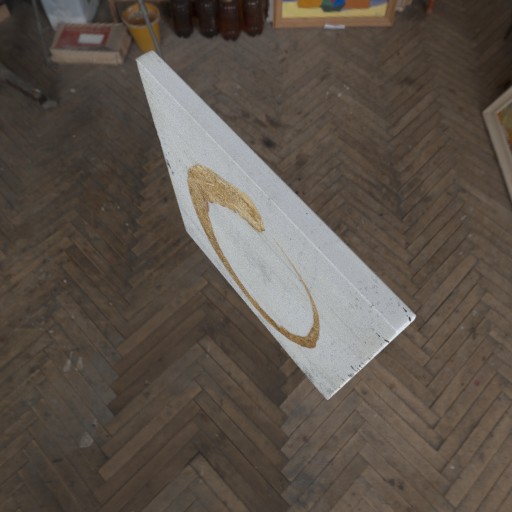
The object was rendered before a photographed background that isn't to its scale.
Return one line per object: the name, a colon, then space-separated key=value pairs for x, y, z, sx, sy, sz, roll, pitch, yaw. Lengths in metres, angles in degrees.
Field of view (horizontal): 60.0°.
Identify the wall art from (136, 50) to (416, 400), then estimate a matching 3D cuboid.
wall art: x=0.000 y=0.000 z=0.927 sx=0.040 sy=0.611 sz=0.610 roll=-36 pitch=70 yaw=-16
